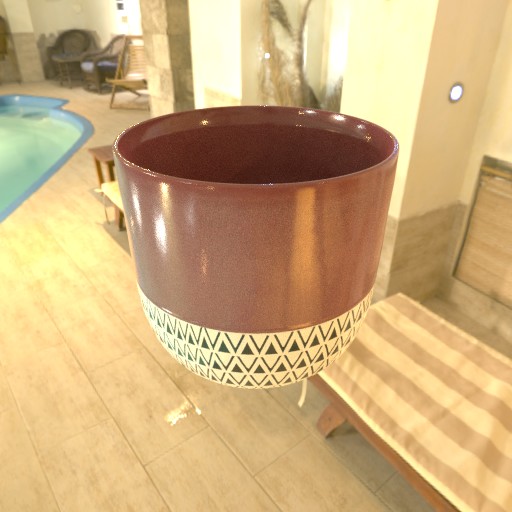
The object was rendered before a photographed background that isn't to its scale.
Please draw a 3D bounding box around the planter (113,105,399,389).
[{"bbox_3d":[0.000,0.000,0.493,0.266,0.270,0.266,0,30,0],"label":"planter"}]
